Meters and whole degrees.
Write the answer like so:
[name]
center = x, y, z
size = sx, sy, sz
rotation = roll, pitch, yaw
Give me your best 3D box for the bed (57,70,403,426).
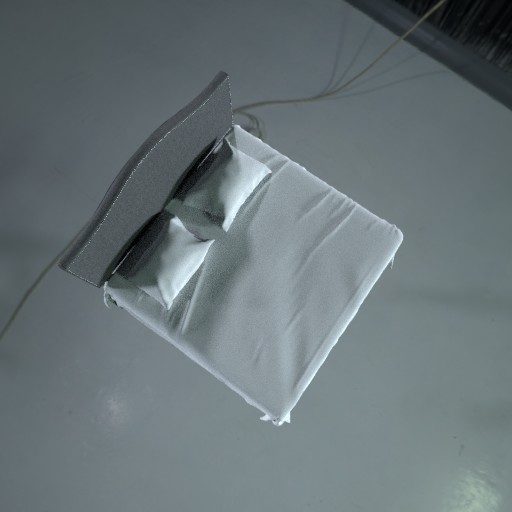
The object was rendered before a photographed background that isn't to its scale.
[bed]
center = 0.000, 0.000, 3.827
size = 2.219, 1.651, 2.314
rotation = 35, 79, 8
